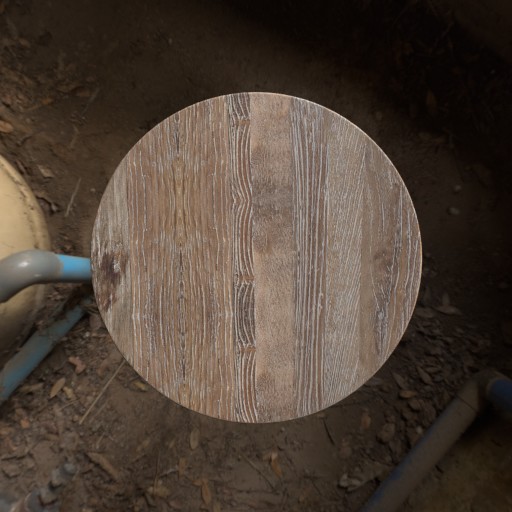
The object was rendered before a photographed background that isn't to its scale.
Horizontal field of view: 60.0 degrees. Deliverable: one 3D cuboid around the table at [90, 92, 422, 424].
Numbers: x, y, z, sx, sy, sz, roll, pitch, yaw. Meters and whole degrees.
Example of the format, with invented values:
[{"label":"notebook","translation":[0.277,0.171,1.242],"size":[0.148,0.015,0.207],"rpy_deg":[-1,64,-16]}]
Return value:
[{"label":"table","translation":[0.000,0.000,0.915],"size":[0.500,0.500,0.500],"rpy_deg":[0,91,0]}]
